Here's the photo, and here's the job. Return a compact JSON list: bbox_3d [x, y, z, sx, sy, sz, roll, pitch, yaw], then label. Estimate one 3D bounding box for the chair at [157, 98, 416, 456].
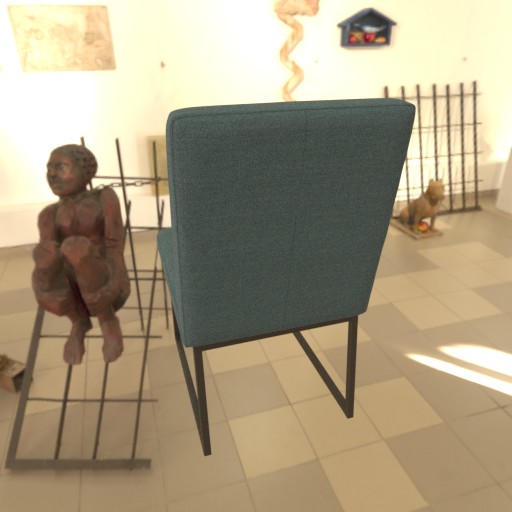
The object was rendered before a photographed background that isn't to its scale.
[{"bbox_3d":[0.000,0.000,1.299,0.520,0.930,0.634,-8,28,-16],"label":"chair"}]
